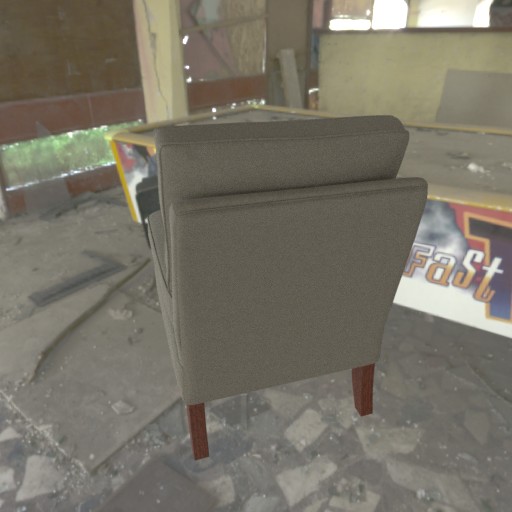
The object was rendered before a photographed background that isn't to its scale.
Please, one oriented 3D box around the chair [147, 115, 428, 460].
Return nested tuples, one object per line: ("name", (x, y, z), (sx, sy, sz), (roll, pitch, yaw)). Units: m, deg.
("chair", (0.000, 0.000, 1.635), (0.724, 1.045, 0.924), (-8, 27, -16))
